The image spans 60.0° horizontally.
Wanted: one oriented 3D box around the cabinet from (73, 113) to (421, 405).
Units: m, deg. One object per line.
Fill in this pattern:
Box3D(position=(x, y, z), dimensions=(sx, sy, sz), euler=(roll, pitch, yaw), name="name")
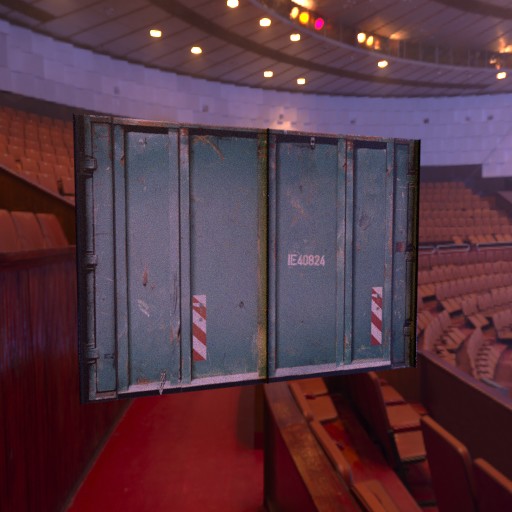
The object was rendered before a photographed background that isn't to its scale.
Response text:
Box3D(position=(0.000, 0.000, 4.044), dimensions=(3.001, 2.160, 0.680), euler=(-1, 3, -18), name="cabinet")
